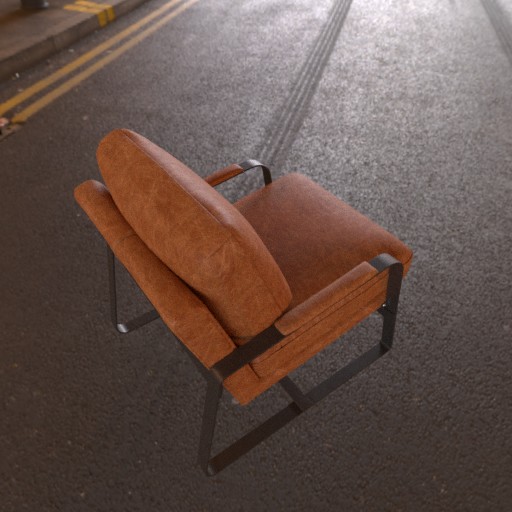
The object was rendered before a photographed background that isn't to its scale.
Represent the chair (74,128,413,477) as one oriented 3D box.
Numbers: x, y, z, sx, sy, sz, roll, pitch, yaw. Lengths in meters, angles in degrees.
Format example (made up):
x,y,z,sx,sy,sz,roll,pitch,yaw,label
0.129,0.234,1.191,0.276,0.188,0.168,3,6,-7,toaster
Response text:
x,y,z,sx,sy,sz,roll,pitch,yaw,label
0.000,0.000,1.325,0.801,0.777,0.651,-26,48,-26,chair
